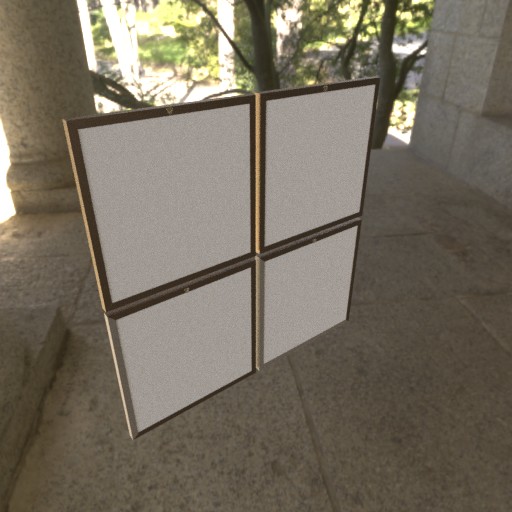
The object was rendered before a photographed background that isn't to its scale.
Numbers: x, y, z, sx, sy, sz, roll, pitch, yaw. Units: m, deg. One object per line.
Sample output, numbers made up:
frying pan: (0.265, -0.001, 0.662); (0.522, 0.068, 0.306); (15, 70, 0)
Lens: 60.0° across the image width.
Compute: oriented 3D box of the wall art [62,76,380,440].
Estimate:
wall art: (0.000, 0.000, 1.478); (1.032, 1.032, 0.030); (-21, 36, -32)
